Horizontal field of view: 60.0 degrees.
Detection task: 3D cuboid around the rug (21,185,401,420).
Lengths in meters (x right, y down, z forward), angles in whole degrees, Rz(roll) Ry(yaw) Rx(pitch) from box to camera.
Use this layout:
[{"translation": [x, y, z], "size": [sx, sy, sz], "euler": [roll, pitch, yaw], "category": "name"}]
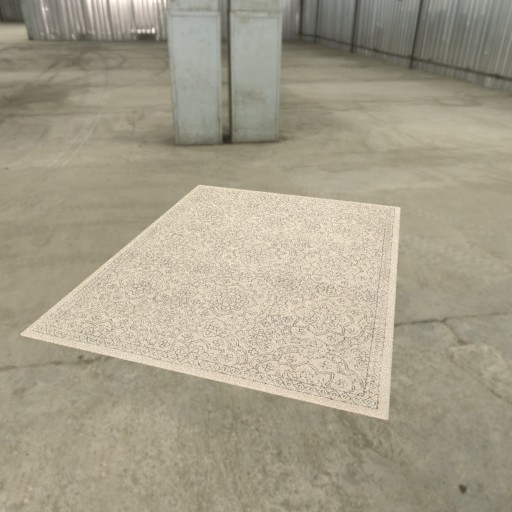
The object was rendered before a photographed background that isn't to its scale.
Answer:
[{"translation": [0.000, 0.000, 3.987], "size": [2.441, 0.015, 3.050], "euler": [9, 31, 15], "category": "rug"}]
